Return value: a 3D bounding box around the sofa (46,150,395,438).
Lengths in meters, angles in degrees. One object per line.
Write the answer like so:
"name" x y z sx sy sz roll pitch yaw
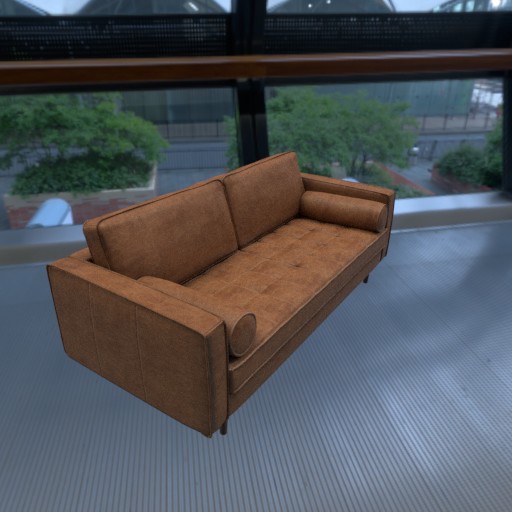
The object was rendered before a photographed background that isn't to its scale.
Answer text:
"sofa" 0.000 0.000 2.449 0.924 0.825 1.920 16 30 31
